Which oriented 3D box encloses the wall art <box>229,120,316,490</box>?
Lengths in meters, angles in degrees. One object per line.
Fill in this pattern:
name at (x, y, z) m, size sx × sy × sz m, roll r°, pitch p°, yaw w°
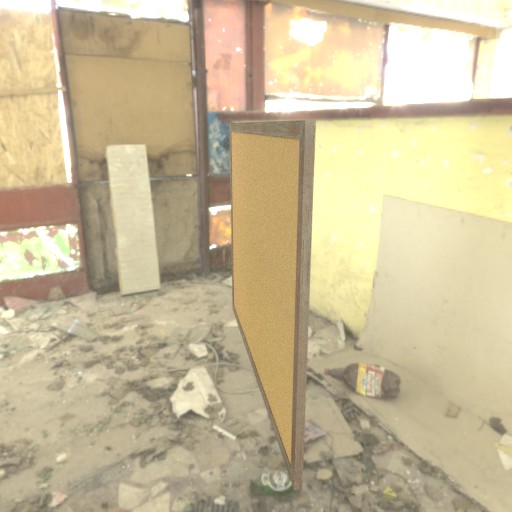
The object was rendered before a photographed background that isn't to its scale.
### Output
wall art at (0.000, 0.000, 1.339) m, size 0.019 × 0.774 × 1.012 m, roll -3°, pitch 17°, yaw -10°
